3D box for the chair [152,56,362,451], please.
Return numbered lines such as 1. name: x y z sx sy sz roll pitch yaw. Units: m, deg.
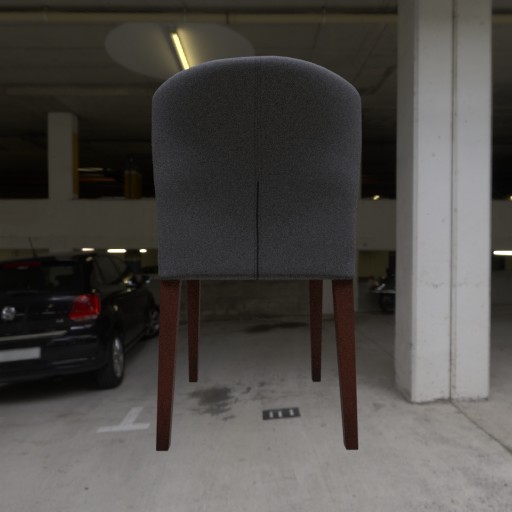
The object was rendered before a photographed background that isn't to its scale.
1. chair: 0.000 0.000 1.203 0.491 0.839 0.592 0 1 -1
